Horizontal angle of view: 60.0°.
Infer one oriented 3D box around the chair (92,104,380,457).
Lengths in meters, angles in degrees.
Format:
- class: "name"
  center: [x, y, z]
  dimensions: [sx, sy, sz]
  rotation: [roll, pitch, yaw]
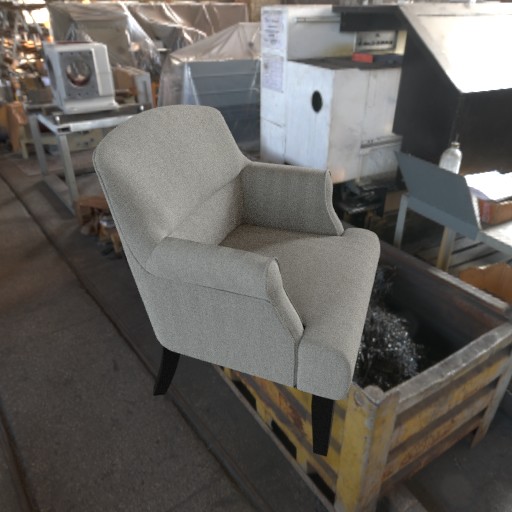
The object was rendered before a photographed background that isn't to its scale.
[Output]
- class: "chair"
  center: [0.000, 0.000, 1.457]
  dimensions: [0.755, 0.880, 0.772]
  rotation: [10, 31, 17]
